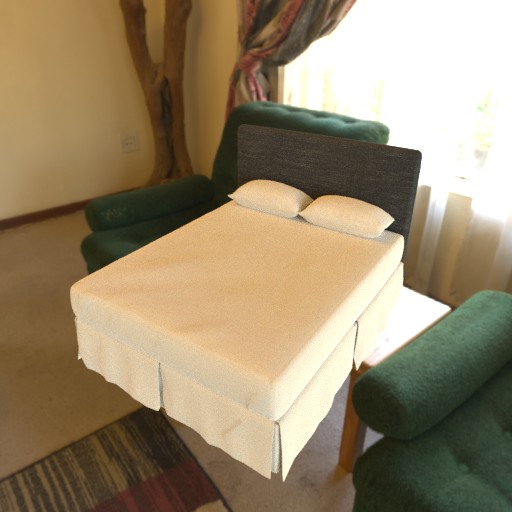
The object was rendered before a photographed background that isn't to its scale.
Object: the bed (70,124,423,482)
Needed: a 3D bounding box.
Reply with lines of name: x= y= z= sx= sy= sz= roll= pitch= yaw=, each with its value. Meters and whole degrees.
bed: x=0.000 y=0.000 z=3.206 sx=1.723 sy=1.330 sz=2.142 roll=18 pitch=33 yaw=29
